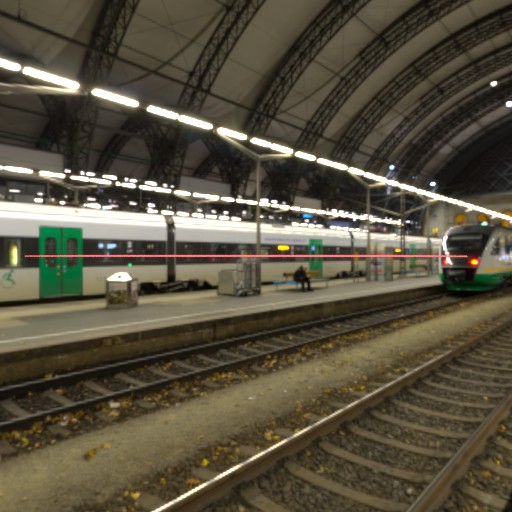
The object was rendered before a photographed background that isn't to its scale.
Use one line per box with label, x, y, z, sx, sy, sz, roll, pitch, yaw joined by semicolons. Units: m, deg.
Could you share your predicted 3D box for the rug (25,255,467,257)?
rug;0.000;0.000;3.005;2.423;0.010;1.534;0;0;19
